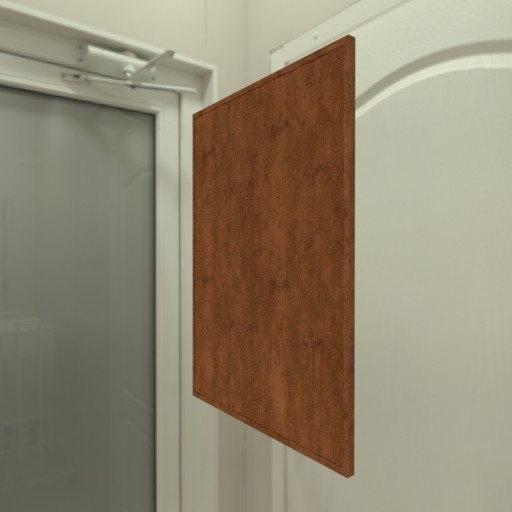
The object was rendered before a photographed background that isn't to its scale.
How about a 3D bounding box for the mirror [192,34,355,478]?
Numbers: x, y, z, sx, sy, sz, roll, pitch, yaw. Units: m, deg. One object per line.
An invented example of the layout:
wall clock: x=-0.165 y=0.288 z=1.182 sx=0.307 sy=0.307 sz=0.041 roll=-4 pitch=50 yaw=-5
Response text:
mirror: x=0.000 y=0.000 z=1.421 sx=0.028 sy=1.099 sz=0.796 roll=0 pitch=0 yaw=-37
